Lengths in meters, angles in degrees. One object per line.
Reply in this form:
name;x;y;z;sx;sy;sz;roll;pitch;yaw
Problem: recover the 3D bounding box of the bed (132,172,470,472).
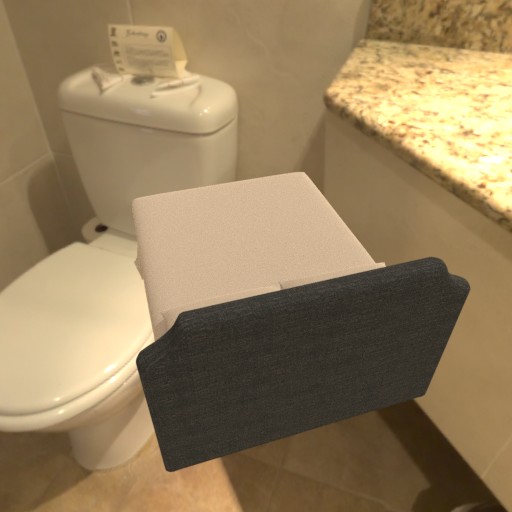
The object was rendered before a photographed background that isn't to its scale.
bed;0.000;0.000;3.294;1.828;1.297;2.208;-11;42;-13
